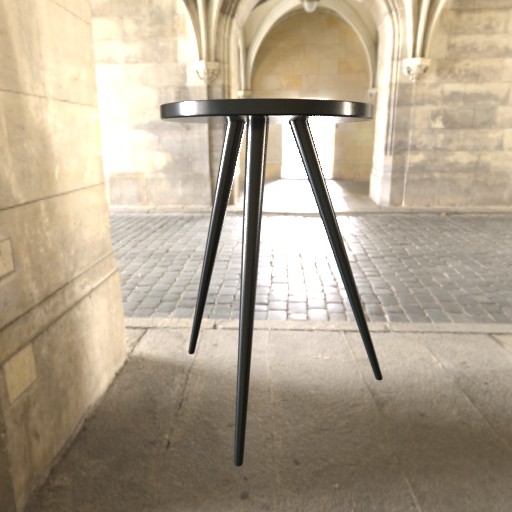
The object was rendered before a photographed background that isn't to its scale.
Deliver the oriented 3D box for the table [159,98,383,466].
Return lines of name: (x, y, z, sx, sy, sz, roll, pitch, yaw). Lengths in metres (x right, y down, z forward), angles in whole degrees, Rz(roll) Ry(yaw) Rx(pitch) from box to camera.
table: (0.000, 0.000, 0.865, 0.403, 0.548, 0.415, -14, 20, -43)
